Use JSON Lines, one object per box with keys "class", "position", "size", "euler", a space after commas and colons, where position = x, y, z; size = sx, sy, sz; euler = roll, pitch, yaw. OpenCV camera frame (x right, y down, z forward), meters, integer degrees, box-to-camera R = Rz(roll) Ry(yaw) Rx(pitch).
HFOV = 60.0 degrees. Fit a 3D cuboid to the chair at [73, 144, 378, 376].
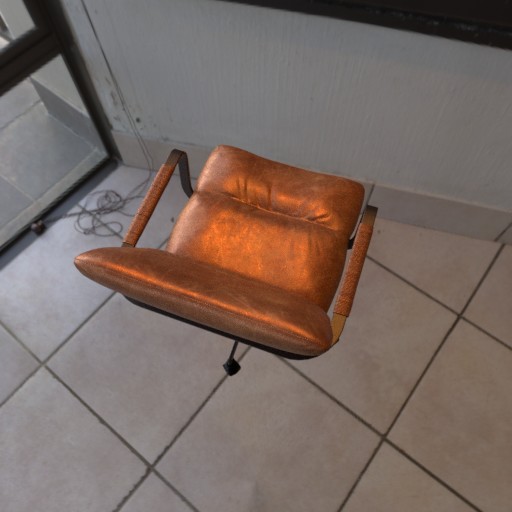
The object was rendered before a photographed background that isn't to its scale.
{"class": "chair", "position": [0.000, 0.000, 1.447], "size": [0.727, 0.922, 0.754], "euler": [18, 64, 9]}
